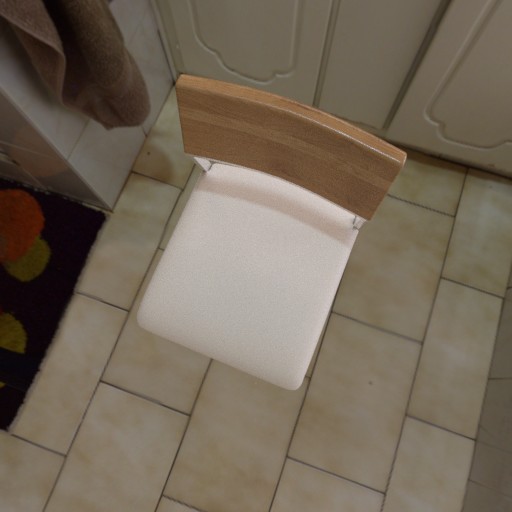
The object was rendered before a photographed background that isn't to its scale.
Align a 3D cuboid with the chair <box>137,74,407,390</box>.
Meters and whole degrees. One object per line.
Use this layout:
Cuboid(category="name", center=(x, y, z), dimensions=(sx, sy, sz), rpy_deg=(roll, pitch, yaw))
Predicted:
Cuboid(category="chair", center=(0.000, 0.000, 1.203), dimensions=(0.467, 0.844, 0.585), rpy_deg=(21, 75, 6))
